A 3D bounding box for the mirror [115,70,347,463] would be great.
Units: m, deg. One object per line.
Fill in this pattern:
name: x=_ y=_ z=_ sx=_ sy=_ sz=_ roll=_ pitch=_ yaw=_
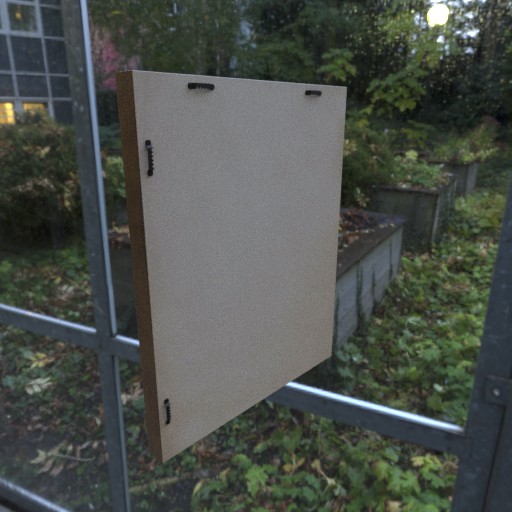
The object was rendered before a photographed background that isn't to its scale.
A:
mirror: x=0.000 y=0.000 z=0.690 sx=0.041 sy=0.508 sz=0.405 roll=16 pitch=24 yaw=42
